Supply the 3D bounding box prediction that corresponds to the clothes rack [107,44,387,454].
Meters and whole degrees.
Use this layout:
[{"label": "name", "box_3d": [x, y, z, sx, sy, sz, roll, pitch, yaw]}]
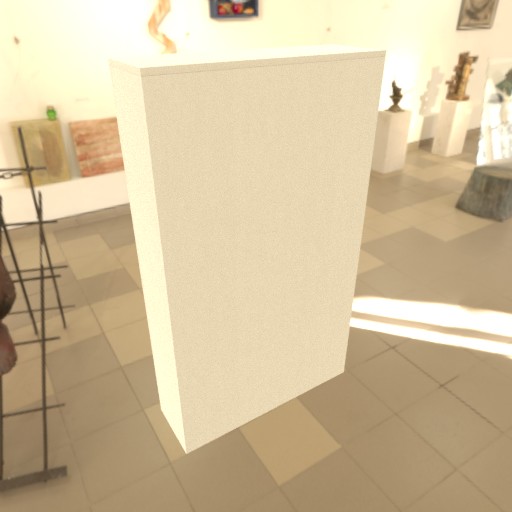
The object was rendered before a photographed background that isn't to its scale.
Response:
[{"label": "clothes rack", "box_3d": [0.000, 0.000, 1.532, 0.750, 1.280, 0.250, -18, 34, -28]}]
